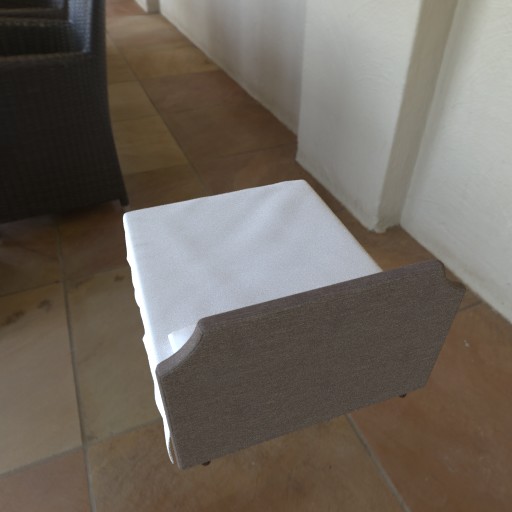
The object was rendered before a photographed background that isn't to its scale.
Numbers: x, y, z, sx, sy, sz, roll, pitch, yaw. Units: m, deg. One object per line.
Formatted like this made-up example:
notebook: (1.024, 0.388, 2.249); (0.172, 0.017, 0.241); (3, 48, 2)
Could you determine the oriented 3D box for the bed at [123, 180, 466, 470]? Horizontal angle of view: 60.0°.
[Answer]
bed: (0.000, 0.000, 4.155); (2.350, 1.590, 2.773); (-13, 42, -15)
